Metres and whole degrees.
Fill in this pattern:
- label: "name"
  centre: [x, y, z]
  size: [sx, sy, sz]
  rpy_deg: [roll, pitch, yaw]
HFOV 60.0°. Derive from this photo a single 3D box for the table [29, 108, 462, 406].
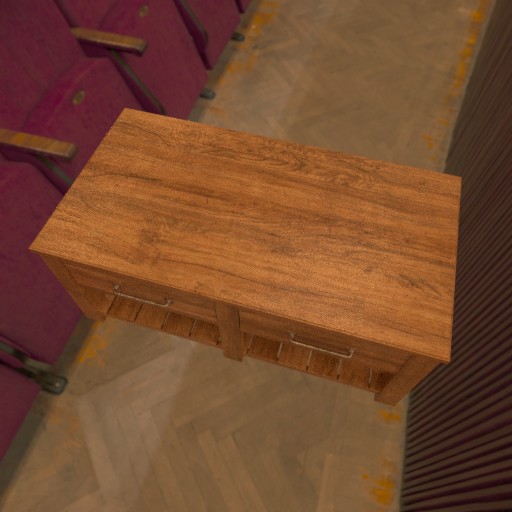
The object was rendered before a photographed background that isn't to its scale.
- label: "table"
  centre: [0.000, 0.000, 1.506]
  size: [1.150, 0.480, 0.635]
  rpy_deg: [14, 59, 9]
